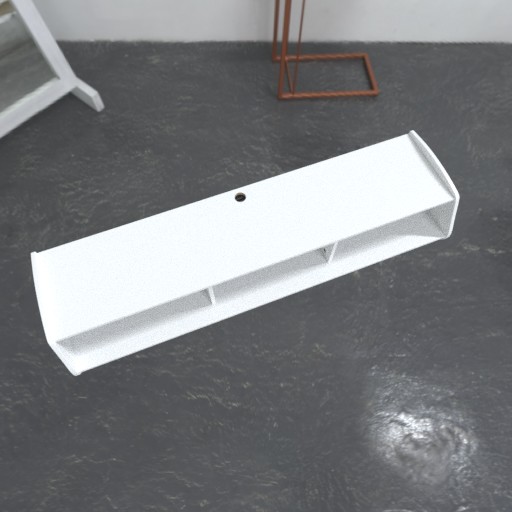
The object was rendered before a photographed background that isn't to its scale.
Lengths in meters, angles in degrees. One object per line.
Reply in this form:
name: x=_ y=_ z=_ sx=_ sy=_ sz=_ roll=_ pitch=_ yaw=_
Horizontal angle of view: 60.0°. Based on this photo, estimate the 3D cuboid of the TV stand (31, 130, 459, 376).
TV stand: x=0.000 y=0.000 z=1.701 sx=1.473 sy=0.424 sz=0.397 roll=-19 pitch=65 yaw=-9
